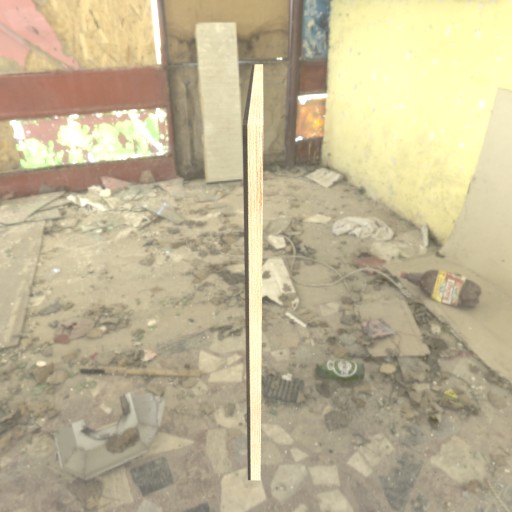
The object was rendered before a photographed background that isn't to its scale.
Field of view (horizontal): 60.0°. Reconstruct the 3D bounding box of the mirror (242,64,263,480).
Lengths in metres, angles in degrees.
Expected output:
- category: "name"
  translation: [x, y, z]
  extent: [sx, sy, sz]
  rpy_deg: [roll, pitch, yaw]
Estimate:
- category: "mirror"
  translation: [0.000, 0.000, 1.211]
  extent: [0.032, 0.882, 0.730]
  rpy_deg: [0, 30, 1]
